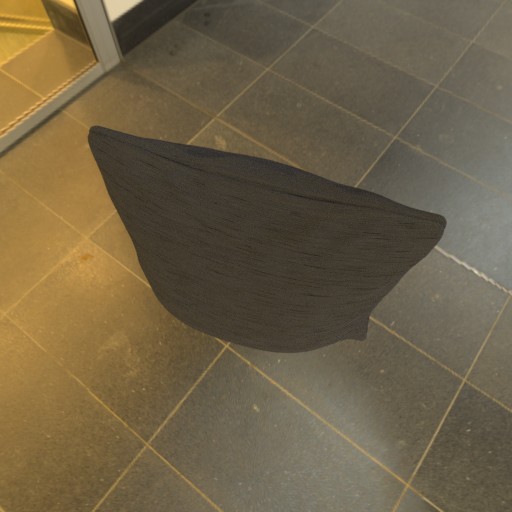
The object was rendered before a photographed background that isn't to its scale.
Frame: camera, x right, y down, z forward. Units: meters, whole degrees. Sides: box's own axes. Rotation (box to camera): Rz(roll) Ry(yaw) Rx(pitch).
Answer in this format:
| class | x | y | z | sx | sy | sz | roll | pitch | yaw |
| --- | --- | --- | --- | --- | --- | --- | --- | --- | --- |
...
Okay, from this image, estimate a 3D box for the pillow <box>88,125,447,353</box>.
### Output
| class | x | y | z | sx | sy | sz | roll | pitch | yaw |
| --- | --- | --- | --- | --- | --- | --- | --- | --- | --- |
| pillow | 0.000 | 0.000 | 0.679 | 0.432 | 0.414 | 0.246 | 16 | 64 | 8 |
